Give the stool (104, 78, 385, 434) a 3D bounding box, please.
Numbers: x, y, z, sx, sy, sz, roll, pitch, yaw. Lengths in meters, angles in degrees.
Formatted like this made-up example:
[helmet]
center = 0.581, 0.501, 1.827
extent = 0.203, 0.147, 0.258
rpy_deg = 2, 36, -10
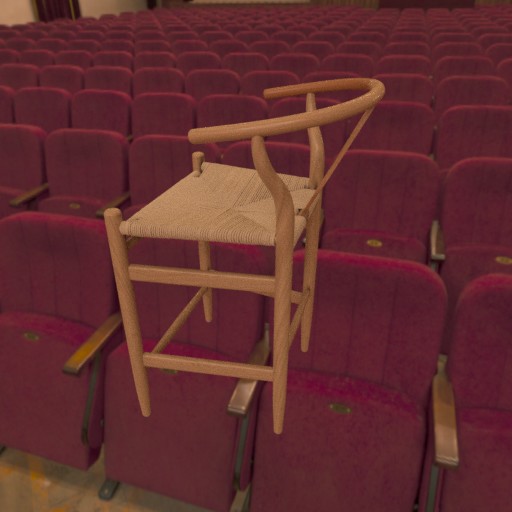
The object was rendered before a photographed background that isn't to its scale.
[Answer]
[stool]
center = 0.000, 0.000, 1.238
extent = 0.575, 0.923, 0.536
rpy_deg = 9, 30, 15
